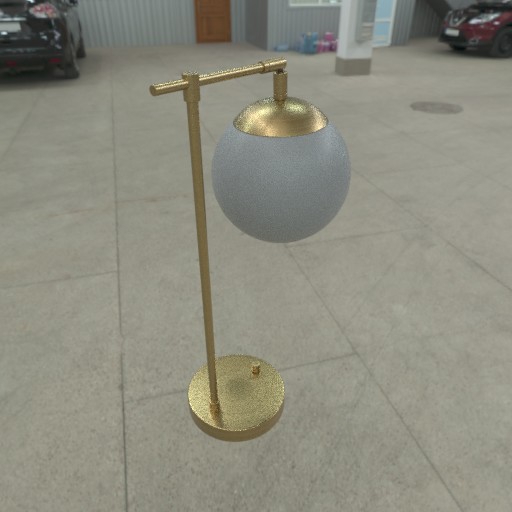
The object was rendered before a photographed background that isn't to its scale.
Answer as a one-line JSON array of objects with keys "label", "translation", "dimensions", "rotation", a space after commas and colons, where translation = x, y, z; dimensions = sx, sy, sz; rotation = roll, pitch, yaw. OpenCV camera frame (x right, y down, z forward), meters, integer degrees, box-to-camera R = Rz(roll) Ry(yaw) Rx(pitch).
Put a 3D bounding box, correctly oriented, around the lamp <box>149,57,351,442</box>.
[{"label": "lamp", "translation": [0.000, 0.000, 0.685], "dimensions": [0.207, 0.559, 0.324], "rotation": [23, 39, 32]}]
